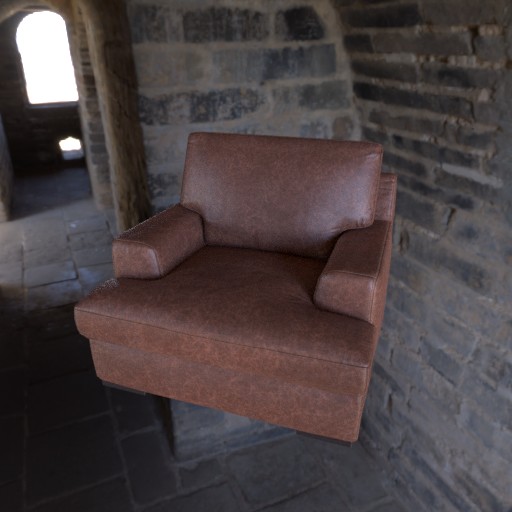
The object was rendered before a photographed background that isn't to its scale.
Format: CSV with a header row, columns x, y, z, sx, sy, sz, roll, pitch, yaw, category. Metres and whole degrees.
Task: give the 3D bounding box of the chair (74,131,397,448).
x,y,z,sx,sy,sz,roll,pitch,yaw,category
0.000,0.000,2.003,1.168,0.939,1.143,8,27,16,chair
